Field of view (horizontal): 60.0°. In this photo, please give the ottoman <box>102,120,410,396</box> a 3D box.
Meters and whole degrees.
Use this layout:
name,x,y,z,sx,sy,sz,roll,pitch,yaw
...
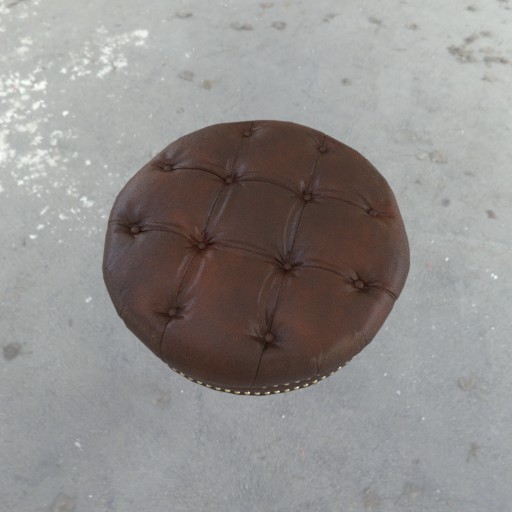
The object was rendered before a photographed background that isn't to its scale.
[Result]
name,x,y,z,sx,sy,sz,roll,pitch,yaw
ottoman,0.000,0.000,1.404,0.901,0.455,0.901,0,58,0
